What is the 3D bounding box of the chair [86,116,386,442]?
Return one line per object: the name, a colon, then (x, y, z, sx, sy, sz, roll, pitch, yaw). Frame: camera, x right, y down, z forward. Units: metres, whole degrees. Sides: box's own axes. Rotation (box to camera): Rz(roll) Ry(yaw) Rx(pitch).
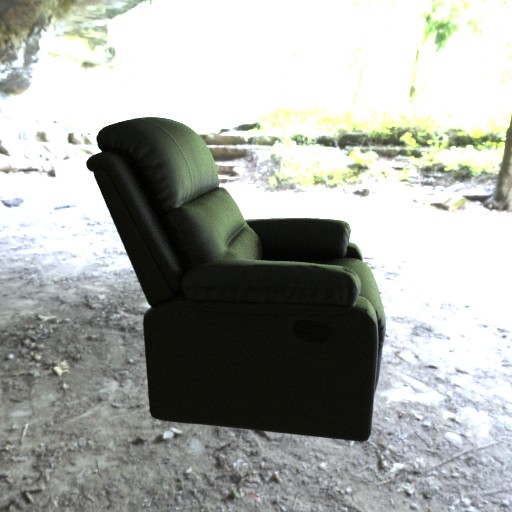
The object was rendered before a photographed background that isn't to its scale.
chair: (0.000, 0.000, 1.648, 0.919, 0.992, 0.855, 3, 16, 9)
